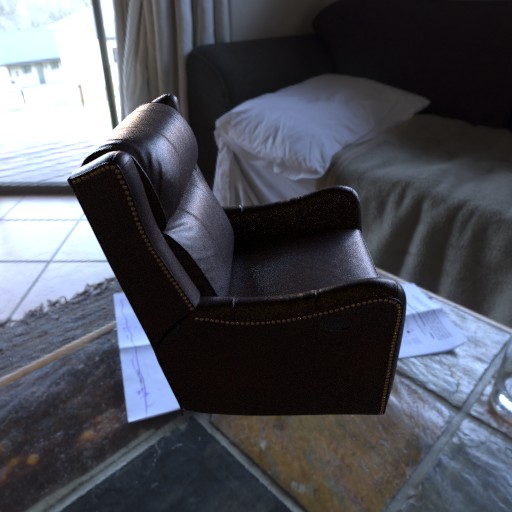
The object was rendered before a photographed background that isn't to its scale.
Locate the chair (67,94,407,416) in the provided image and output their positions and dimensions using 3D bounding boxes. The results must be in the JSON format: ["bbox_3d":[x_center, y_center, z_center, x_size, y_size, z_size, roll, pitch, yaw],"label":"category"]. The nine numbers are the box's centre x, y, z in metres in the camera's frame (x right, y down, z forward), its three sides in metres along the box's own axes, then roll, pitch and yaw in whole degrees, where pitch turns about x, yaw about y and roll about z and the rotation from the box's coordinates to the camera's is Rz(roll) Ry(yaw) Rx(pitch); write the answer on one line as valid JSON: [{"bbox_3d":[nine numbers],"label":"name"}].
[{"bbox_3d":[0.000,0.000,1.762,1.008,1.084,0.869,0,31,0],"label":"chair"}]
